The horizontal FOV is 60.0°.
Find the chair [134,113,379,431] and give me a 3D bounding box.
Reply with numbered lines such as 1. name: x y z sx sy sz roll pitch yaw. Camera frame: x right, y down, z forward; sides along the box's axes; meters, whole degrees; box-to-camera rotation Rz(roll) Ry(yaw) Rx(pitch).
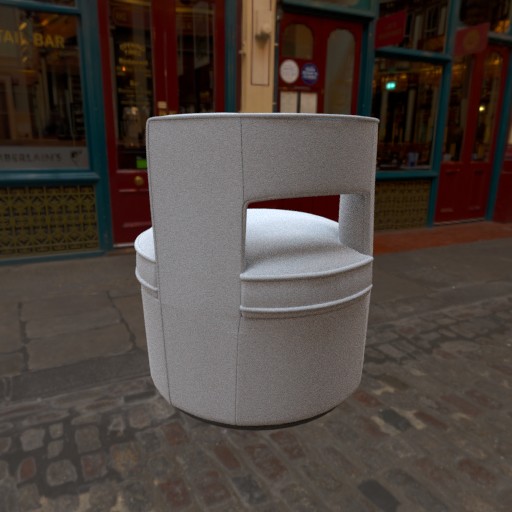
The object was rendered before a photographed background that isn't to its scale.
1. chair: 0.000 0.000 1.232 0.650 0.723 0.665 -7 16 -26
